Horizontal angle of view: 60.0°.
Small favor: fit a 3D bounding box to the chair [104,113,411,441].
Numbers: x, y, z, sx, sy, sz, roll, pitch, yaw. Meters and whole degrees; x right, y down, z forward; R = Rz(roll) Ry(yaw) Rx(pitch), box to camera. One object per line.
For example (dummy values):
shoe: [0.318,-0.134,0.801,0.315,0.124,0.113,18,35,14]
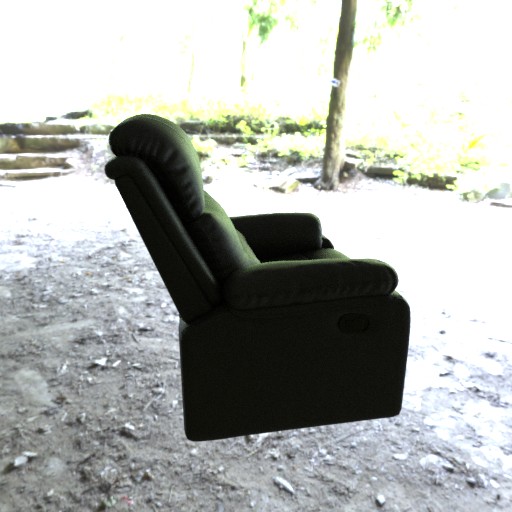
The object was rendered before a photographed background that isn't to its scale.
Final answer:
chair: [0.000,0.000,1.622,0.919,0.992,0.855,-3,18,-10]
